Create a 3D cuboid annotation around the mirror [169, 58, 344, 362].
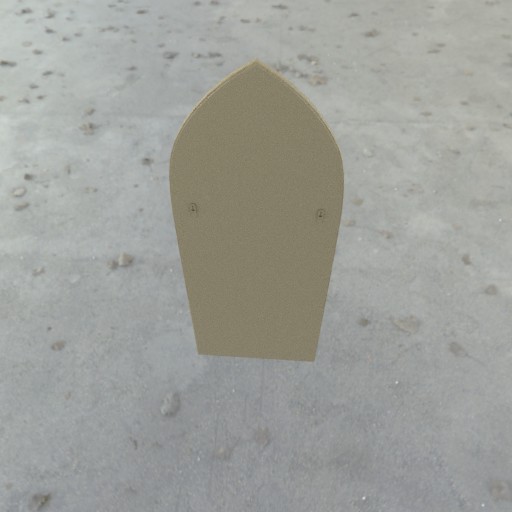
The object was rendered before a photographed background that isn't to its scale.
[{"bbox_3d":[0.000,0.000,1.337,0.464,1.175,0.025,3,47,3],"label":"mirror"}]
